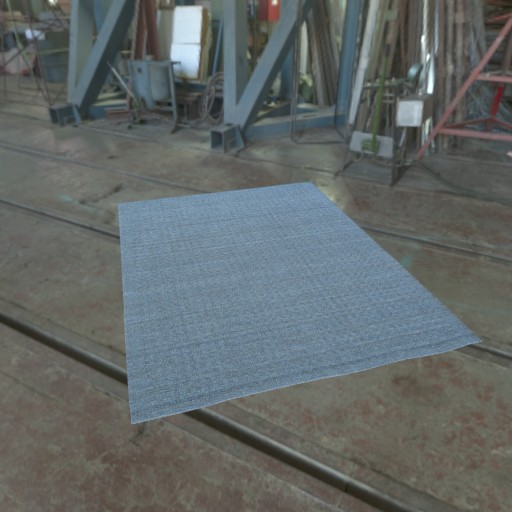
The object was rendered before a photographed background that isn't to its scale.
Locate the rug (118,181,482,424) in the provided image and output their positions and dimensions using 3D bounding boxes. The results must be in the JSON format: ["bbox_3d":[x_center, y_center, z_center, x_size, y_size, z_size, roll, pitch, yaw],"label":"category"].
[{"bbox_3d":[0.000,0.000,4.162,2.443,0.007,3.200,-9,32,-14],"label":"rug"}]
